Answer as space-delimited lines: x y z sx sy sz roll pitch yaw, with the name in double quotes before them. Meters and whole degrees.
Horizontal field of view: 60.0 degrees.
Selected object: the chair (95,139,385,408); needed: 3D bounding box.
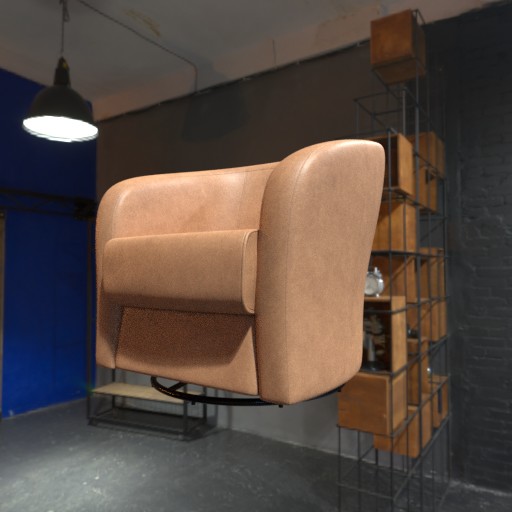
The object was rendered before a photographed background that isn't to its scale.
"chair" 0.000 0.000 1.419 0.791 0.771 0.815 -1 -2 36
